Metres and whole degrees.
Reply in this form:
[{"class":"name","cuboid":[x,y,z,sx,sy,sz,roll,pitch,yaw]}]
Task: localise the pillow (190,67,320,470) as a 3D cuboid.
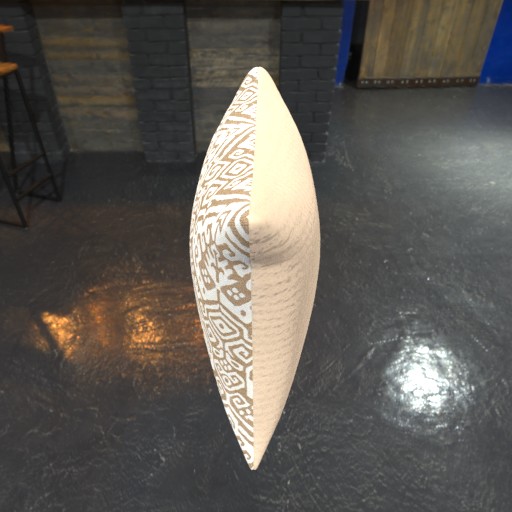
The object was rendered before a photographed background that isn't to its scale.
[{"class":"pillow","cuboid":[0.000,0.000,0.633,0.173,0.407,0.419,1,39,1]}]
